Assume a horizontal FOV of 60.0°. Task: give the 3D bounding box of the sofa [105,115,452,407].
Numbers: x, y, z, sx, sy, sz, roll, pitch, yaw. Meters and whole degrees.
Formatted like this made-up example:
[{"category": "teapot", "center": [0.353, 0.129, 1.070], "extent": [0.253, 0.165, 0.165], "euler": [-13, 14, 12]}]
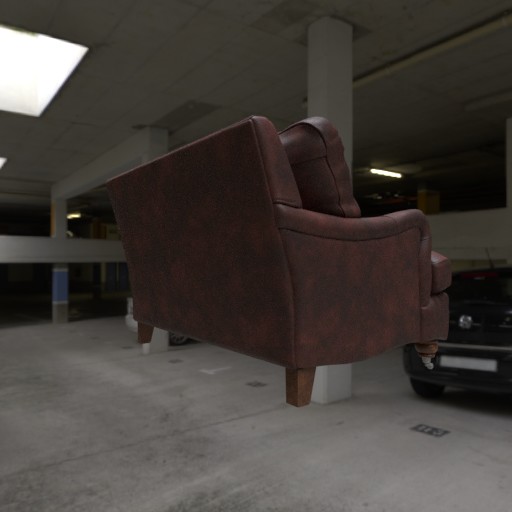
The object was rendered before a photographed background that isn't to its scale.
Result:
[{"category": "sofa", "center": [0.000, 0.000, 2.368], "extent": [1.148, 1.070, 1.628], "euler": [0, 0, -36]}]
